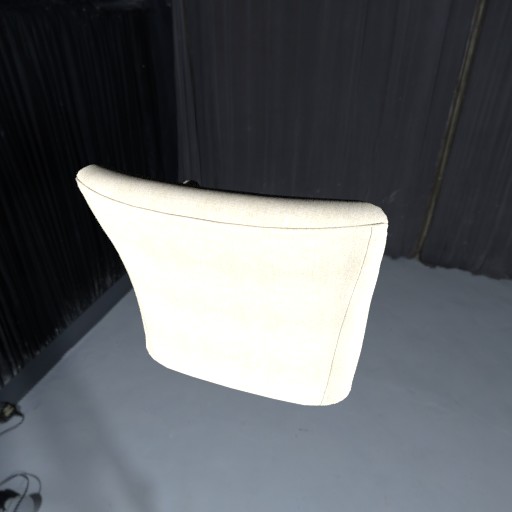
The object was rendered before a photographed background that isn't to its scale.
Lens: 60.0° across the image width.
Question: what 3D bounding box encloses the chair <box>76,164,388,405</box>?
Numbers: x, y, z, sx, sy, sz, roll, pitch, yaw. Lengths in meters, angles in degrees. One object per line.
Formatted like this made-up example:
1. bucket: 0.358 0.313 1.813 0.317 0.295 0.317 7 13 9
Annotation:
1. chair: 0.000 0.000 1.586 0.864 0.856 0.923 10 34 16
